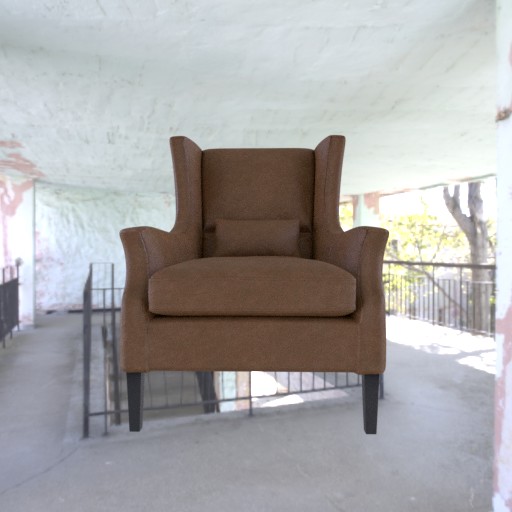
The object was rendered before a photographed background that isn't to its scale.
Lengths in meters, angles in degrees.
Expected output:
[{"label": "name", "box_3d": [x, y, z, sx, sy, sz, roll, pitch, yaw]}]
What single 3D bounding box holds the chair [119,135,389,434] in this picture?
[{"label": "chair", "box_3d": [0.000, 0.000, 1.708, 0.852, 1.016, 0.925, 0, 1, 2]}]
